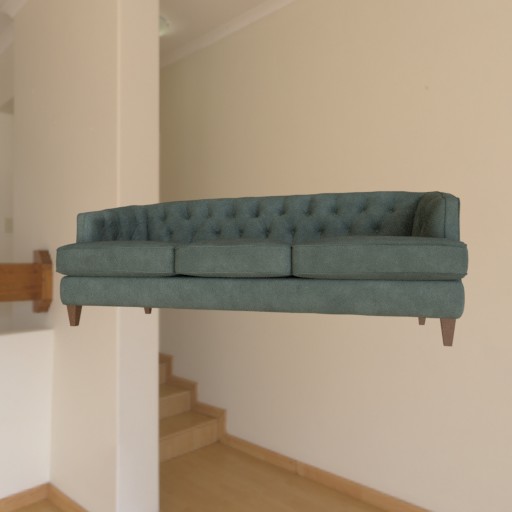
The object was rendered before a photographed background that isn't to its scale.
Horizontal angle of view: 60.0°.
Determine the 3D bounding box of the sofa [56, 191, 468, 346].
[{"bbox_3d":[0.000,0.000,2.730,2.278,0.855,0.941,0,-1,18],"label":"sofa"}]
